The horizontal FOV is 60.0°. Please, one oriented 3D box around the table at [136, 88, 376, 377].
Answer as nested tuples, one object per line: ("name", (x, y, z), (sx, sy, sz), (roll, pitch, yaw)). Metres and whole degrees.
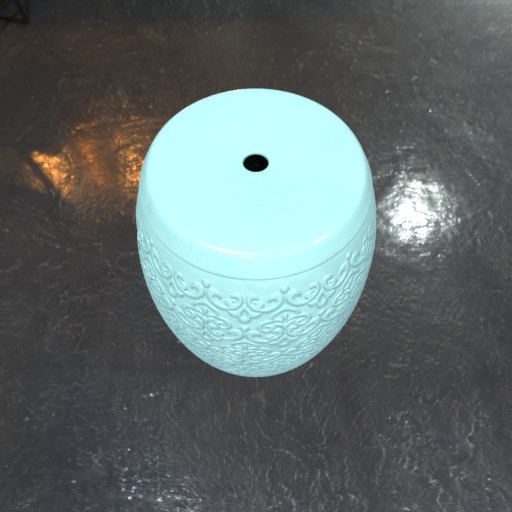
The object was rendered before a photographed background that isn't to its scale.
("table", (0.000, 0.000, 0.633), (0.309, 0.397, 0.309), (0, 60, 0))
